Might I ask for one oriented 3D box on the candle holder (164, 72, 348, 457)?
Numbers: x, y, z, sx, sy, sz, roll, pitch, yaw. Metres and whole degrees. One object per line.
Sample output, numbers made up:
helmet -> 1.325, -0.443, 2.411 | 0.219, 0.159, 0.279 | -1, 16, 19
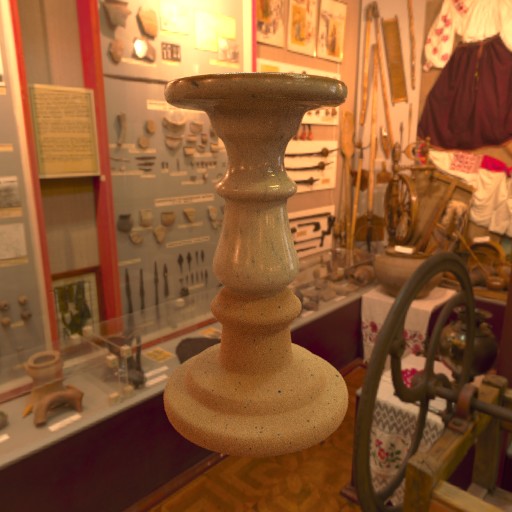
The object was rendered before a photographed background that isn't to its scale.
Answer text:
candle holder -> 0.000, 0.000, 0.279 | 0.123, 0.202, 0.123 | 0, 14, 0
